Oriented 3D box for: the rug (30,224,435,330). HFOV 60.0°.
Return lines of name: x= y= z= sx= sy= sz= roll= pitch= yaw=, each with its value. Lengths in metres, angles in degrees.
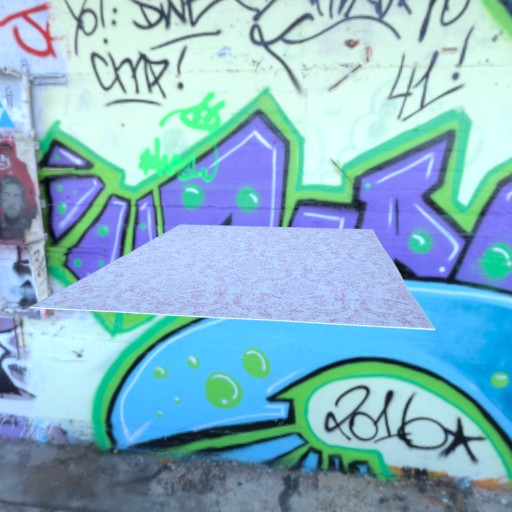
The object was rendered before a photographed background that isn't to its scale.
rug: x=0.000 y=0.000 z=3.967 sx=2.363 sy=0.012 sz=2.980 roll=2 pitch=14 yaw=8
